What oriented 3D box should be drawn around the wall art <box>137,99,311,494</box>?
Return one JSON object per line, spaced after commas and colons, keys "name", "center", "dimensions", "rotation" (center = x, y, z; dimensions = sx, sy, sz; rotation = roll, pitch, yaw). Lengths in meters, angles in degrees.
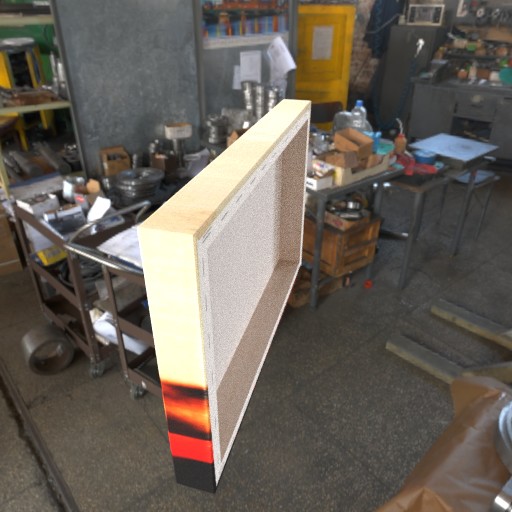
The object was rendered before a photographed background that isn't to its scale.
{"name": "wall art", "center": [0.000, 0.000, 0.478], "dimensions": [0.037, 0.251, 0.383], "rotation": [8, 32, 14]}
